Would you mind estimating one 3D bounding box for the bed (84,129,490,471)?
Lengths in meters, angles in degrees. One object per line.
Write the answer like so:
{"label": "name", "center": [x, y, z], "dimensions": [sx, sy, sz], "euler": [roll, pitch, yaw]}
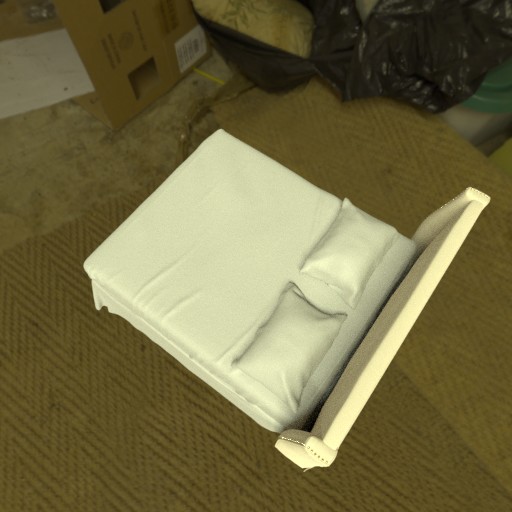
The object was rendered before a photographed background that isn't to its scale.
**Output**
{"label": "bed", "center": [0.000, 0.000, 3.296], "dimensions": [2.276, 1.332, 1.925], "euler": [34, 68, 15]}
